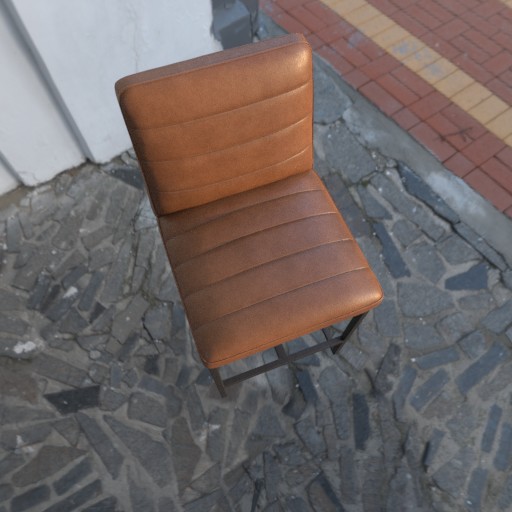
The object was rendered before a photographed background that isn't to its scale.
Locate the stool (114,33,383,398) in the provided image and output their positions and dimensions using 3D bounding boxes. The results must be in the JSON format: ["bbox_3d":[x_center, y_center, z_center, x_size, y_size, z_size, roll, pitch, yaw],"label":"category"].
[{"bbox_3d":[0.000,0.000,1.237,0.458,0.940,0.556,-19,65,-9],"label":"stool"}]
